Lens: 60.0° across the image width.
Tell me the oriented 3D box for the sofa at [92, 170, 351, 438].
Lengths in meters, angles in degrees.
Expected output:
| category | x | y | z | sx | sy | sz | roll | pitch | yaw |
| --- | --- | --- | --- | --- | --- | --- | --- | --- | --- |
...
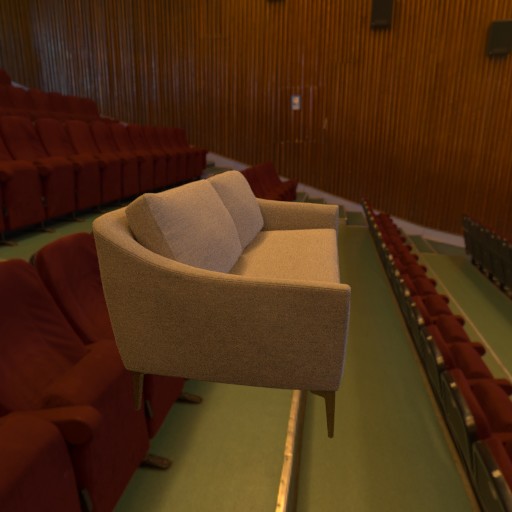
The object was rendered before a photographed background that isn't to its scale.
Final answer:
| category | x | y | z | sx | sy | sz | roll | pitch | yaw |
| --- | --- | --- | --- | --- | --- | --- | --- | --- | --- |
| sofa | 0.000 | 0.000 | 2.576 | 0.980 | 0.913 | 2.036 | 2 | 15 | 9 |
